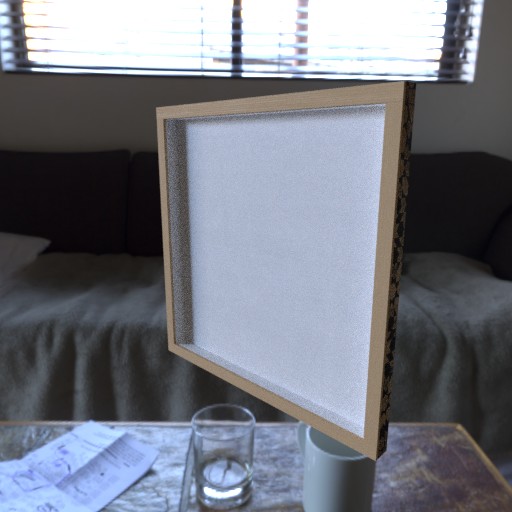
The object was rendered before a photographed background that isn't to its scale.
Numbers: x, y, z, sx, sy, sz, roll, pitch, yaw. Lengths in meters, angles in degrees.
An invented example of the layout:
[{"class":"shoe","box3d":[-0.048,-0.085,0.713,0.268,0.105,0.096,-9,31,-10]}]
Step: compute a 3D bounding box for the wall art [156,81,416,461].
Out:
[{"class":"wall art","box3d":[0.000,0.000,0.905,0.612,0.612,0.038,13,19,43]}]
